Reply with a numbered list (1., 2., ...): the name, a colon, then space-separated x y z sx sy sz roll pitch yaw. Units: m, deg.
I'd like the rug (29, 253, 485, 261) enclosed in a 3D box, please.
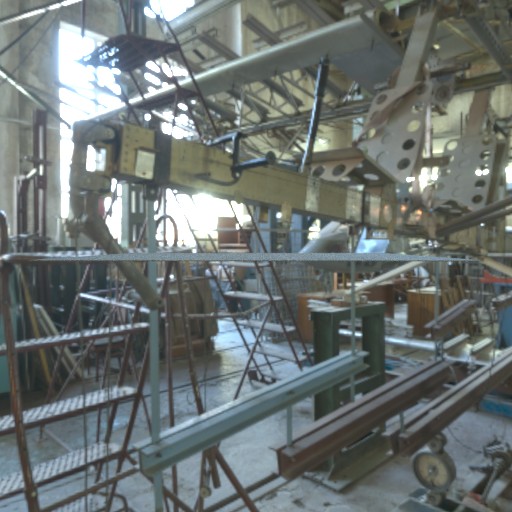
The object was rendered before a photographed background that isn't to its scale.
1. rug: 0.000 0.000 4.304 3.200 0.007 2.443 0 2 1
